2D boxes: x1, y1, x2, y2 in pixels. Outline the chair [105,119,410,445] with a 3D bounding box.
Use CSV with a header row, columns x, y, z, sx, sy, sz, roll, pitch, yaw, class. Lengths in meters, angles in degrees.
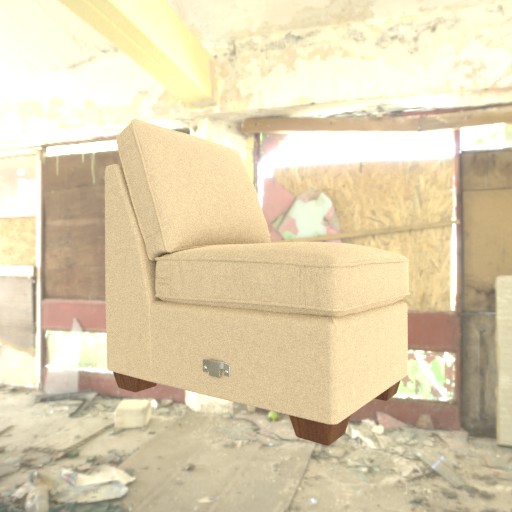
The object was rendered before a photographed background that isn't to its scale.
x,y,z,sx,sy,sz,roll,pitch,yaw,class
0.000,0.000,1.588,0.938,0.970,0.621,0,0,36,chair
